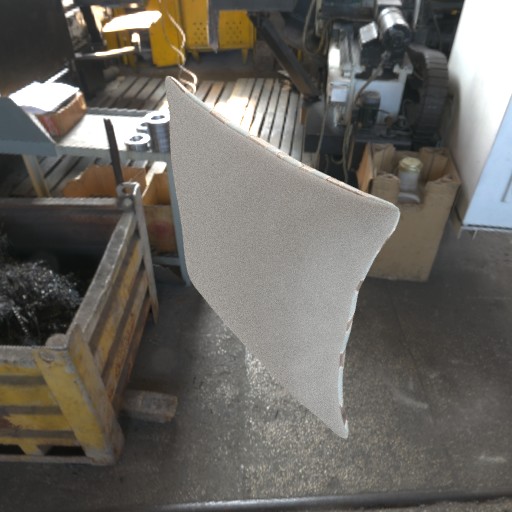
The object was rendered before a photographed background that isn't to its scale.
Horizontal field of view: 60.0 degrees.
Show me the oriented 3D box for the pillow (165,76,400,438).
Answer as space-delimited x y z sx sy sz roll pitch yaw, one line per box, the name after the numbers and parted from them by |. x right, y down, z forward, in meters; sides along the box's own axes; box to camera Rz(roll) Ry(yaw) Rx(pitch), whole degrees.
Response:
0.000 0.000 0.819 0.166 0.508 0.552 -25 46 -27 | pillow
